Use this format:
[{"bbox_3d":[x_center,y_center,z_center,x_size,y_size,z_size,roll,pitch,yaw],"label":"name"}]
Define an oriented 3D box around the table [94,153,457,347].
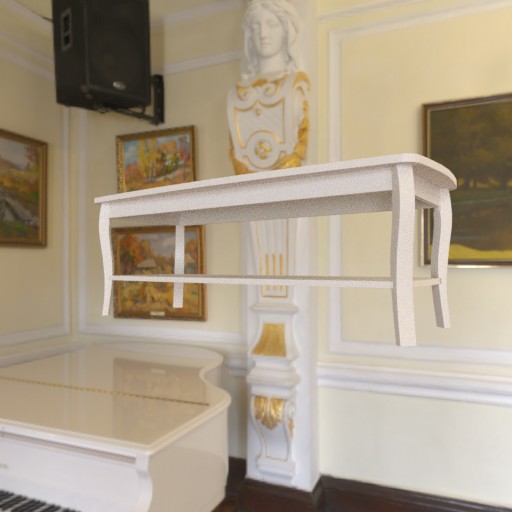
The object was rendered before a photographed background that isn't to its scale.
[{"bbox_3d":[0.000,0.000,1.633,1.334,0.474,0.561,-1,-2,35],"label":"table"}]
